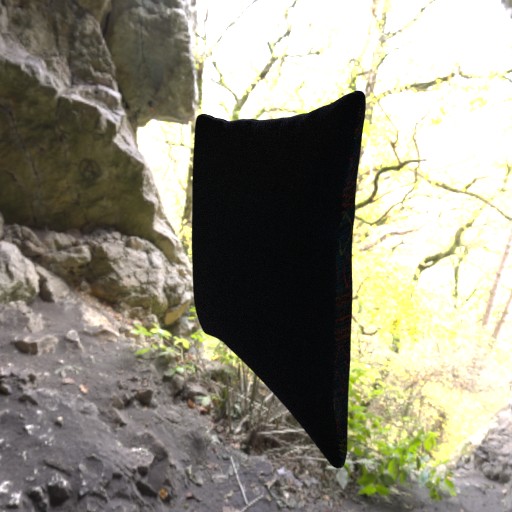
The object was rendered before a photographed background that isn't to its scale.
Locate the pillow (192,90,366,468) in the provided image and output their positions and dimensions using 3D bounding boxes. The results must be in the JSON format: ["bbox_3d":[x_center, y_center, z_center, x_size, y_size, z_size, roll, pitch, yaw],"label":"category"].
[{"bbox_3d":[0.000,0.000,0.658,0.141,0.431,0.431,-8,17,-27],"label":"pillow"}]
